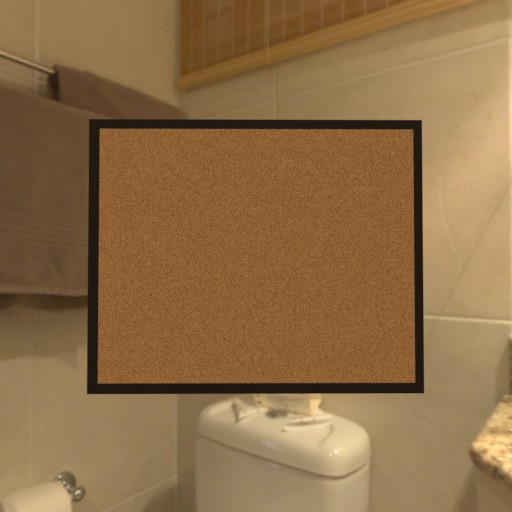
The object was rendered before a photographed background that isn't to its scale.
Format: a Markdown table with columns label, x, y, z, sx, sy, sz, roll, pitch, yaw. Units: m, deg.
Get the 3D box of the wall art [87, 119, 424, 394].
| label | x | y | z | sx | sy | sz | roll | pitch | yaw |
| --- | --- | --- | --- | --- | --- | --- | --- | --- | --- |
| wall art | 0.000 | 0.000 | 0.539 | 0.397 | 0.325 | 0.028 | 0 | -1 | 0 |
